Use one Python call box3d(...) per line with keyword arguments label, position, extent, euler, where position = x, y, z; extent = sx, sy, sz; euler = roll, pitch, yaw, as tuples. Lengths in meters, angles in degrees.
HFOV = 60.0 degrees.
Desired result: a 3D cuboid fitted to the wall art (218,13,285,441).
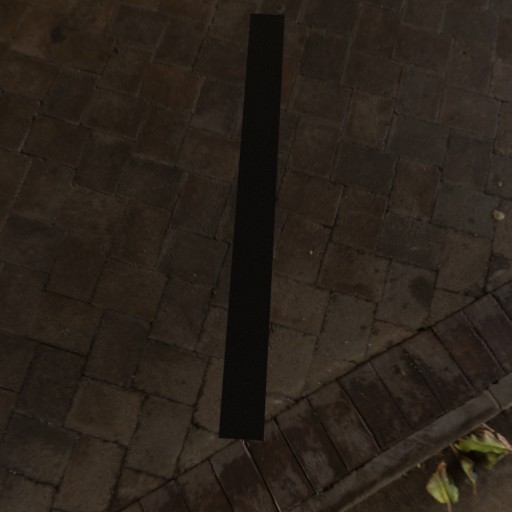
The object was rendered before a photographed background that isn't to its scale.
box3d(label="wall art", position=(0.000, 0.000, 0.476), extent=(0.029, 0.318, 0.327), euler=(3, 75, 1))
